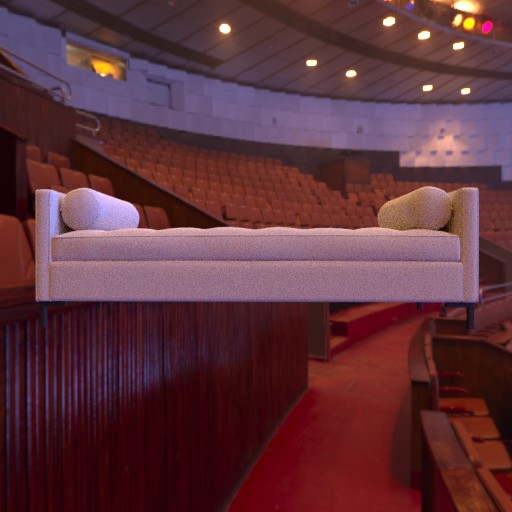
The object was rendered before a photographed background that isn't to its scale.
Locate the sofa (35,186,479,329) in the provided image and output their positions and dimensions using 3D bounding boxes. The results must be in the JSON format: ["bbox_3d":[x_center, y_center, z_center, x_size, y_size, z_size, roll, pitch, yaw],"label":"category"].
[{"bbox_3d":[0.000,0.000,2.323,1.985,0.641,0.746,0,1,2],"label":"sofa"}]
